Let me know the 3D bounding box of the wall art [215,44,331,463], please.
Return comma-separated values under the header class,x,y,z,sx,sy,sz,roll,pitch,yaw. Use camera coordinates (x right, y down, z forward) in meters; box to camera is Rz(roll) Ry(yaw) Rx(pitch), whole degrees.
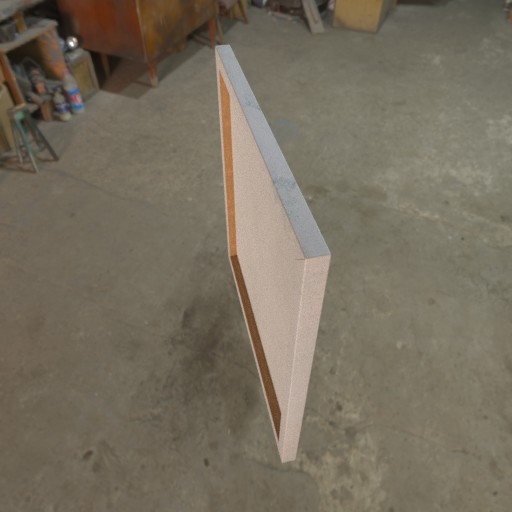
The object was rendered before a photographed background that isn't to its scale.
class,x,y,z,sx,sy,sz,roll,pitch,yaw
wall art,0.000,0.000,1.131,0.038,0.762,0.762,-9,47,-9
